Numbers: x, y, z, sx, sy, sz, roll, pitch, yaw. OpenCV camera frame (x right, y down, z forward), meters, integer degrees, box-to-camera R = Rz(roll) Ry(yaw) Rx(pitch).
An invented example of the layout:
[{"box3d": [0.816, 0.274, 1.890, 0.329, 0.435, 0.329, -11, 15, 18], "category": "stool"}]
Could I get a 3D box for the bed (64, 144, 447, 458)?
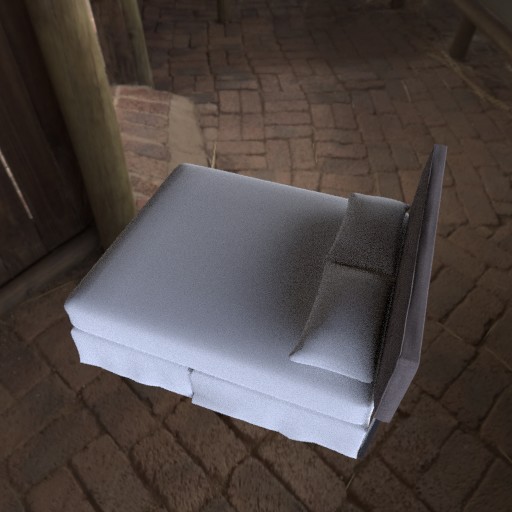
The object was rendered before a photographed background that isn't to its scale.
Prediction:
[{"box3d": [0.000, 0.000, 2.774, 1.894, 1.089, 1.610, 15, 49, 14], "category": "bed"}]
